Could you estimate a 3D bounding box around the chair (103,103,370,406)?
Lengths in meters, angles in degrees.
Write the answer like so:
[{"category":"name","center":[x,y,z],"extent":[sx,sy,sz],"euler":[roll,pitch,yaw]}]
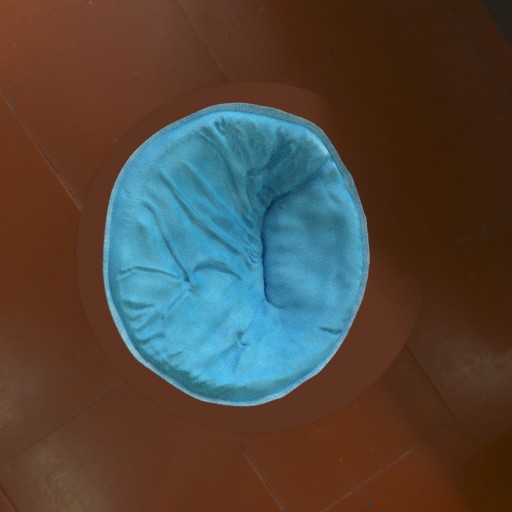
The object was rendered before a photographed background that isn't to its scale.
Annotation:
[{"category":"chair","center":[0.000,0.000,0.891],"extent":[0.465,0.478,0.520],"euler":[0,90,0]}]
